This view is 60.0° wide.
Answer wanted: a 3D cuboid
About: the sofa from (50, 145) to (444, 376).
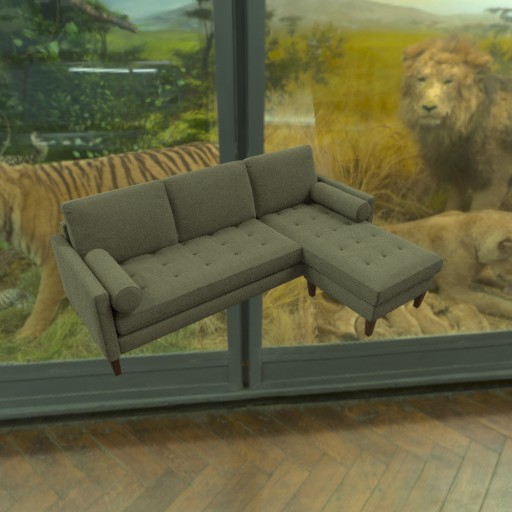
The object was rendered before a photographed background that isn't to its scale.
[{"bbox_3d":[0.000,0.000,2.942,2.178,0.875,1.506,-21,37,-31],"label":"sofa"}]
